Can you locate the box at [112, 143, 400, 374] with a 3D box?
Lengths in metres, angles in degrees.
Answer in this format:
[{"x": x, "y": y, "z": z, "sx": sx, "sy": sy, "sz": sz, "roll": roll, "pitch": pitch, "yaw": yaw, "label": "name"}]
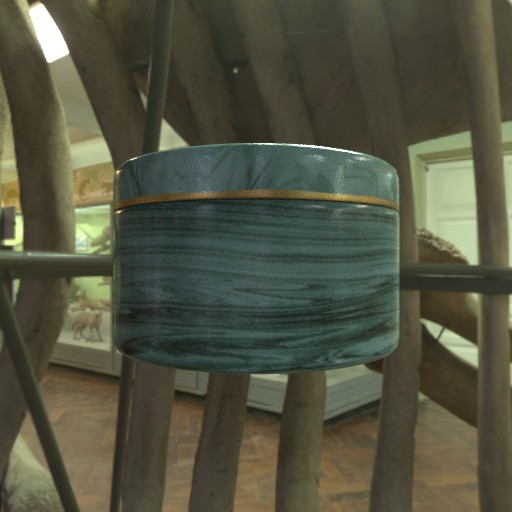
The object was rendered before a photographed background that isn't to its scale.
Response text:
[{"x": 0.000, "y": 0.000, "z": 0.165, "sx": 0.101, "sy": 0.063, "sz": 0.101, "roll": 0, "pitch": 0, "yaw": 0, "label": "box"}]
